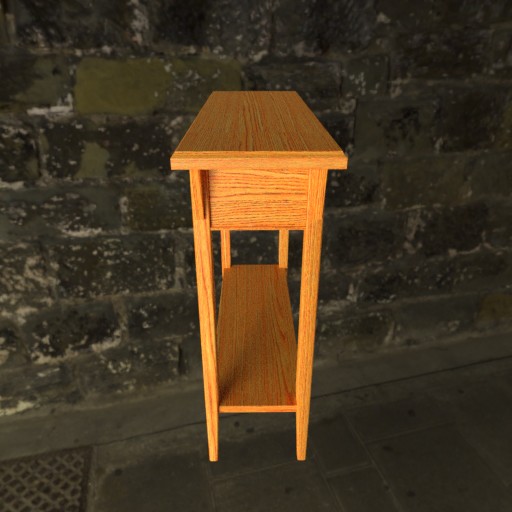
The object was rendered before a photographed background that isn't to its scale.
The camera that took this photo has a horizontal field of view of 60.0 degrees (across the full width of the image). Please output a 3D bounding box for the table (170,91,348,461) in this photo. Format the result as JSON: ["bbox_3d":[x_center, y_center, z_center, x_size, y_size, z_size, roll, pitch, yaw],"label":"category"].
[{"bbox_3d":[0.000,0.000,1.131,0.254,0.711,0.762,0,27,-1],"label":"table"}]
